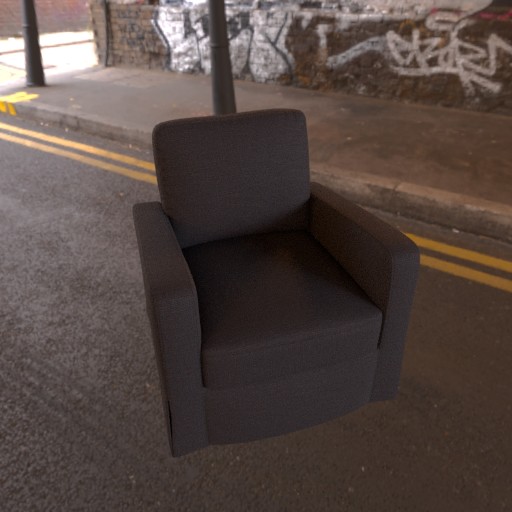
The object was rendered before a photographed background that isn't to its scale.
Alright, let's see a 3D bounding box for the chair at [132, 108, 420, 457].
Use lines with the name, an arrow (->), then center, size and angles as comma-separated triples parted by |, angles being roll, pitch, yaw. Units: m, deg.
chair -> 0.000, 0.000, 1.563 | 0.798, 0.855, 0.863 | -9, 33, -15
